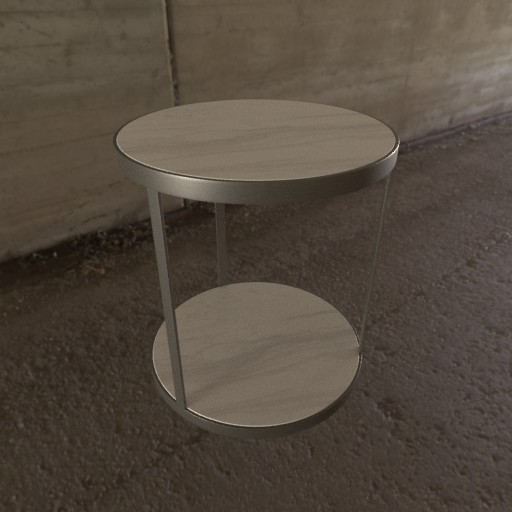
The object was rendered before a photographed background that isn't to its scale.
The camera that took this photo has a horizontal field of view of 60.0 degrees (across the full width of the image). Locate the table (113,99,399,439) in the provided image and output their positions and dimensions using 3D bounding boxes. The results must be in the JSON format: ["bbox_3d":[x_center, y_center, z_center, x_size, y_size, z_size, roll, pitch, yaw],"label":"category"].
[{"bbox_3d":[0.000,0.000,0.838,0.445,0.479,0.445,0,32,0],"label":"table"}]
